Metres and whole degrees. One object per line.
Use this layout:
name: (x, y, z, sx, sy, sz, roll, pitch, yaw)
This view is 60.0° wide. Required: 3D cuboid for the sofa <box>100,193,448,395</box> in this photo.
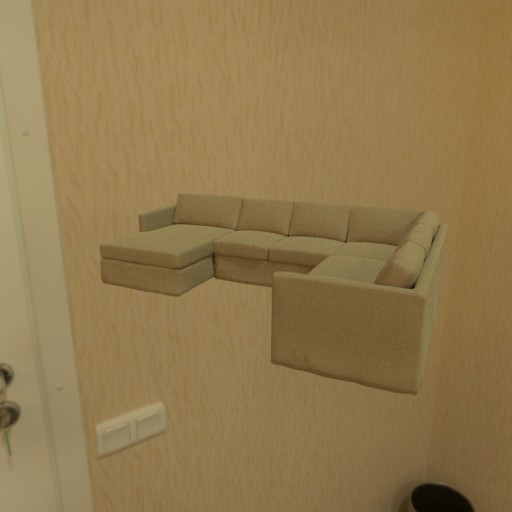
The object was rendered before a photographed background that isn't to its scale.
sofa: (0.000, 0.000, 4.516, 3.528, 0.878, 2.476, 7, 17, 25)
